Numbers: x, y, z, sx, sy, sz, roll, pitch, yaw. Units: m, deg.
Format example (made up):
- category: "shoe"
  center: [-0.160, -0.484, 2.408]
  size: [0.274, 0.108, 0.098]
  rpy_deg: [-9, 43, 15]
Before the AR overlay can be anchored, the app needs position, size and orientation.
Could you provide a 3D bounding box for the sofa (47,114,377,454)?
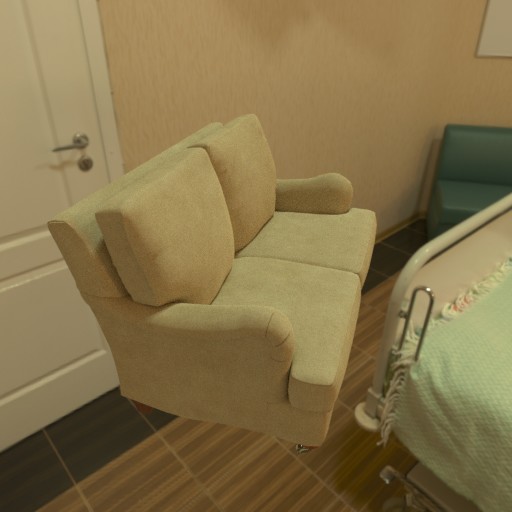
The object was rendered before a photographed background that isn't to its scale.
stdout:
- category: "sofa"
  center: [0.000, 0.000, 2.214]
  size: [1.086, 1.087, 1.498]
  rpy_deg: [10, 32, 16]
